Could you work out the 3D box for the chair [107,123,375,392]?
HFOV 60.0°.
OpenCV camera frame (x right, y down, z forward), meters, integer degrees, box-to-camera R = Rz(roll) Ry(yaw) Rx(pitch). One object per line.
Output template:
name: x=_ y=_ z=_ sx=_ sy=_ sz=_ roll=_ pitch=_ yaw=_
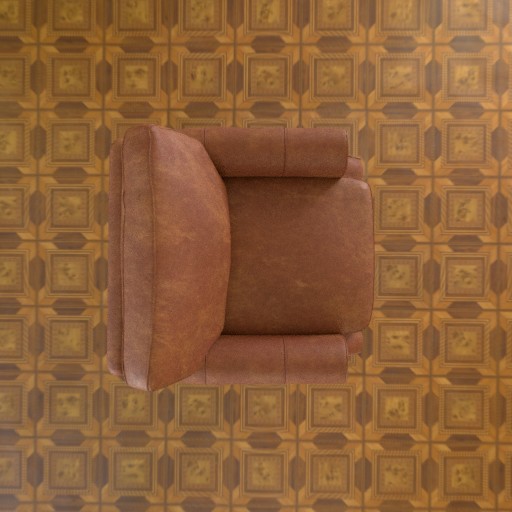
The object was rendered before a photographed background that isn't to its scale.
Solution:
chair: x=0.000 y=0.000 z=1.781 sx=0.986 sy=0.962 sz=0.983 roll=0 pitch=90 yaw=1
